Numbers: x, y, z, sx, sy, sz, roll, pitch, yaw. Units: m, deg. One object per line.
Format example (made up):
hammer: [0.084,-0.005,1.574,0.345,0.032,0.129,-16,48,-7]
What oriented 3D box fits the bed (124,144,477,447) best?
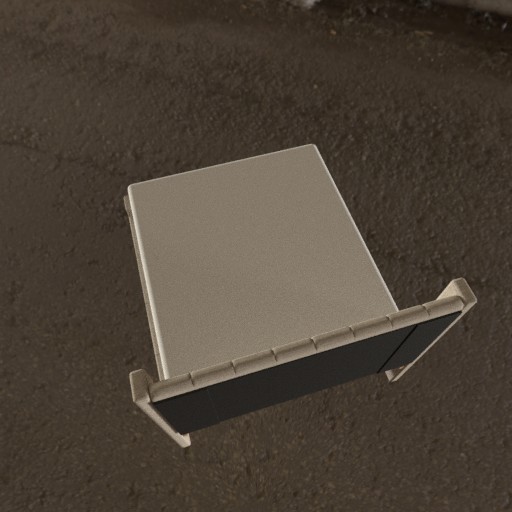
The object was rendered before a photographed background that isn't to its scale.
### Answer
bed: [0.000,0.000,3.769,2.045,1.743,2.370,-15,61,-8]
